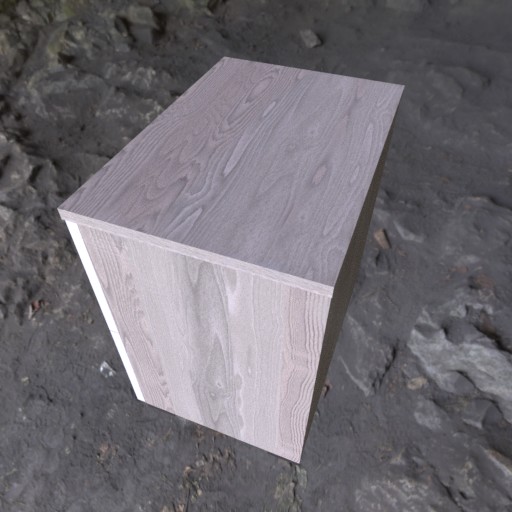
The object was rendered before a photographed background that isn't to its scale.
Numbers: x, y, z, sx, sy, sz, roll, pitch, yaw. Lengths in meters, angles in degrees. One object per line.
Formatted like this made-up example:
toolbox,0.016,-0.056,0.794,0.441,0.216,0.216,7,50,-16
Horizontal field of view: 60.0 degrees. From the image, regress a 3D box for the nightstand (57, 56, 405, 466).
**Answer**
nightstand,0.000,0.000,0.754,0.325,0.461,0.442,16,48,15
